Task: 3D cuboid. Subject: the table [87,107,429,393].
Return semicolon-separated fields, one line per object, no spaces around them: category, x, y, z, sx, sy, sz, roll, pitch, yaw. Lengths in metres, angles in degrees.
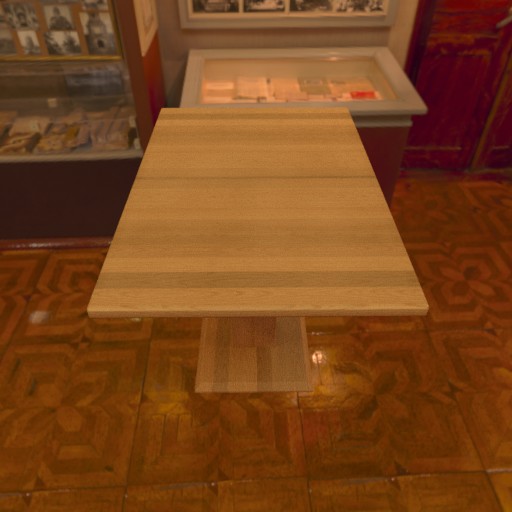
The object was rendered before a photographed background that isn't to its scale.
table;0.000;0.000;1.895;0.900;0.770;1.300;0;41;0
